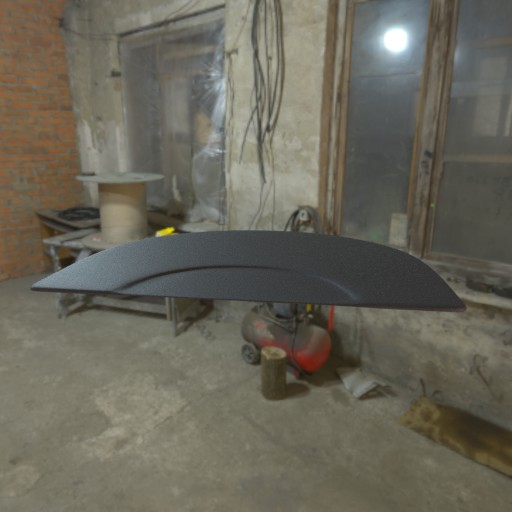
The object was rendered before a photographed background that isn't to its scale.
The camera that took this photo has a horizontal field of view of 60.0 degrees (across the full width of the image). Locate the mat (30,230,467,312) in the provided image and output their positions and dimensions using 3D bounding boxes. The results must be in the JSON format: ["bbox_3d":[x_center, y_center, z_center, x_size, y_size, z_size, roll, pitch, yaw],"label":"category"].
[{"bbox_3d":[0.000,0.000,1.630,1.220,0.016,0.917,2,15,8],"label":"mat"}]
